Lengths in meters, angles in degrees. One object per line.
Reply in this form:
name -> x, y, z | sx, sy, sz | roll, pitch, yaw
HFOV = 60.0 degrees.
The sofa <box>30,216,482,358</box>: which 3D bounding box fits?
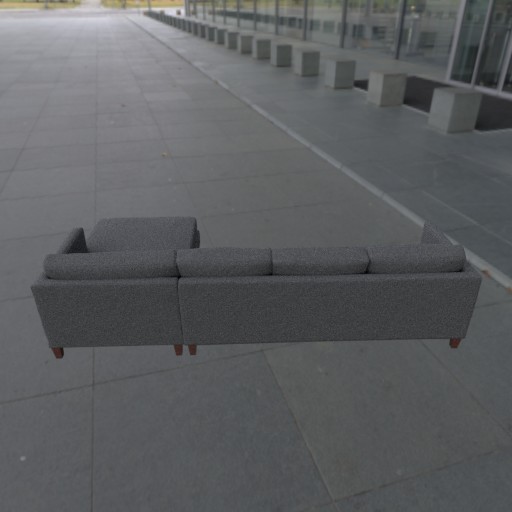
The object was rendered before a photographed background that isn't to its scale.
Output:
sofa -> 0.000, 0.000, 3.912 | 3.186, 0.846, 1.625 | -1, 30, -2
